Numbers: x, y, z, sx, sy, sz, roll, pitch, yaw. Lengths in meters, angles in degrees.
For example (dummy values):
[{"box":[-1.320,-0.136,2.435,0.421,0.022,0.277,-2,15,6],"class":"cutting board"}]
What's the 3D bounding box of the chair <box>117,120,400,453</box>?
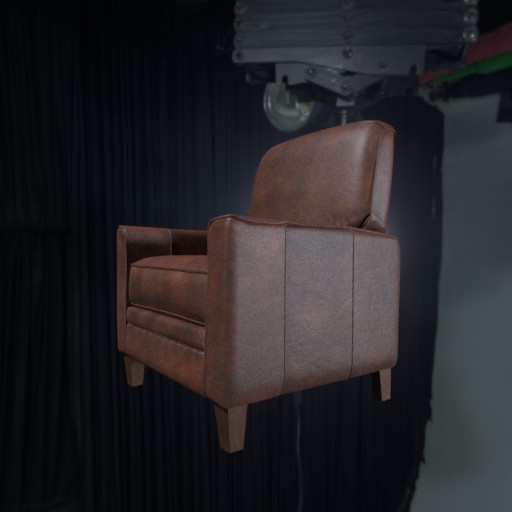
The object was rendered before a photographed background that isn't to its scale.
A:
[{"box":[0.000,0.000,1.693,0.836,1.043,0.843,-1,2,-37],"class":"chair"}]
